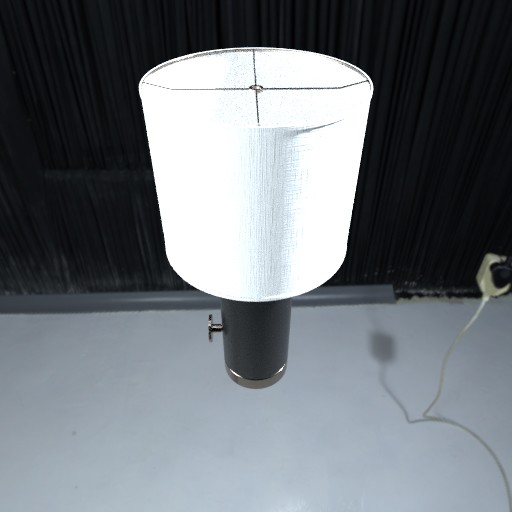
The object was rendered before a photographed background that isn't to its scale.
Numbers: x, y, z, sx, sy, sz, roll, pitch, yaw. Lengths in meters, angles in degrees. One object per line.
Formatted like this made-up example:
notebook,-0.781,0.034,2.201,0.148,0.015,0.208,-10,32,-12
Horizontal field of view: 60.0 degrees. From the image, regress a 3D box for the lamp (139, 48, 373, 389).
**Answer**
lamp,0.000,0.000,0.619,0.240,0.482,0.241,-1,40,-1
